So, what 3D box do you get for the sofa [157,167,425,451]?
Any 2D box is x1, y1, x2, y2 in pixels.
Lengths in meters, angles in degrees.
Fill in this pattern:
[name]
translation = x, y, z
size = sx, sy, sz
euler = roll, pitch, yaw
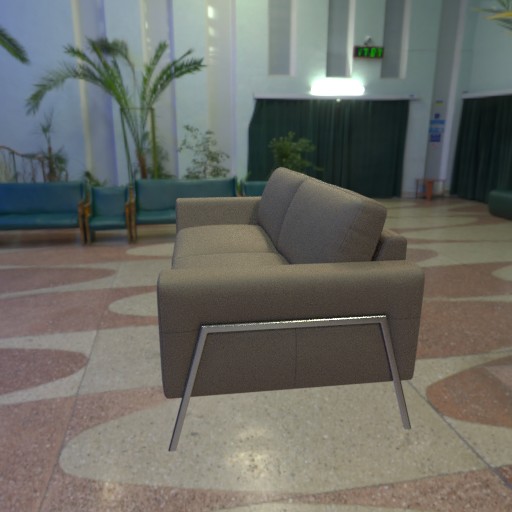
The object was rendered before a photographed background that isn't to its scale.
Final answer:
[sofa]
translation = 0.000, 0.000, 2.500
size = 0.953, 0.875, 2.017
euler = -2, 16, -8
